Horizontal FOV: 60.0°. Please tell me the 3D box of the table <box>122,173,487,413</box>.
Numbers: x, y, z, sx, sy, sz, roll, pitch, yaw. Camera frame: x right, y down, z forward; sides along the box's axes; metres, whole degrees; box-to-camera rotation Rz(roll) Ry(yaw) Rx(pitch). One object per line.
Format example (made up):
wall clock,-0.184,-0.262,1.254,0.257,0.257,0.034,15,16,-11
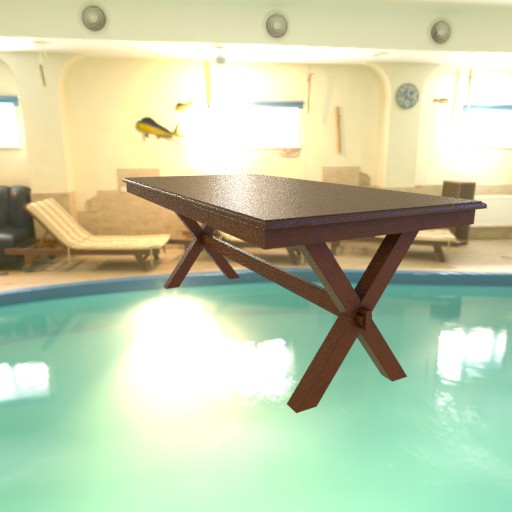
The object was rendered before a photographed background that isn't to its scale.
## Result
table,0.000,0.000,1.473,0.594,0.459,1.197,-7,16,-27
